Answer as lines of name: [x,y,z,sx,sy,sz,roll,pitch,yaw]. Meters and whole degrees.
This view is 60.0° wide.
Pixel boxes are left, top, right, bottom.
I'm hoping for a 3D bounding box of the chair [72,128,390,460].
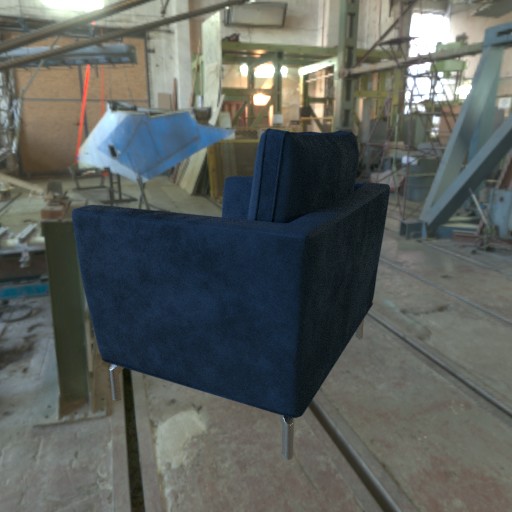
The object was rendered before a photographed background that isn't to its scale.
chair: [0.000,0.000,1.604,0.746,0.893,0.977,8,18,25]
